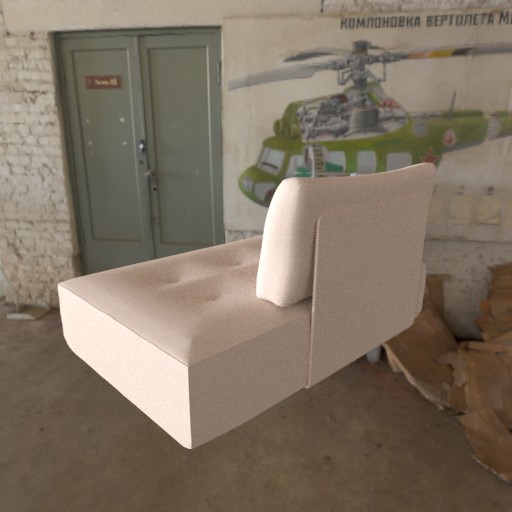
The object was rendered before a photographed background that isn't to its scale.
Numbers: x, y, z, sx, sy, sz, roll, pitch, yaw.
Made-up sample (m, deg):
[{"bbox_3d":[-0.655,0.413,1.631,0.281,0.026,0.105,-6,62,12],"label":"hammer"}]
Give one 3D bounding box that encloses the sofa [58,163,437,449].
[{"bbox_3d":[0.000,0.000,2.036,1.450,0.820,1.000,-15,22,-42],"label":"sofa"}]
